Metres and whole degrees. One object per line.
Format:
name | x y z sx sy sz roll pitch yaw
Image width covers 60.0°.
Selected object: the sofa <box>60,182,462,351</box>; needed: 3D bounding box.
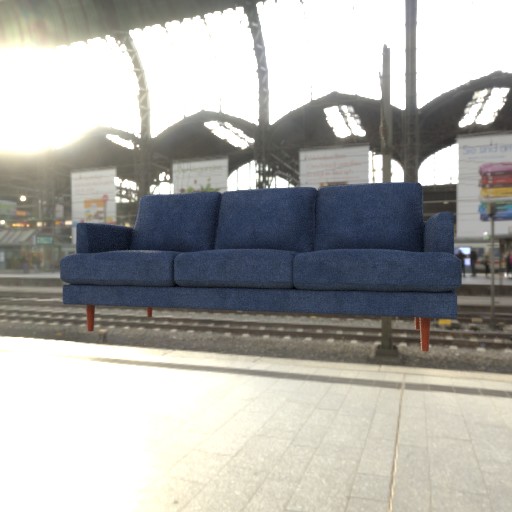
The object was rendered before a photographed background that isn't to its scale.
sofa | 0.000 0.000 2.764 2.246 0.930 0.903 0 0 18
